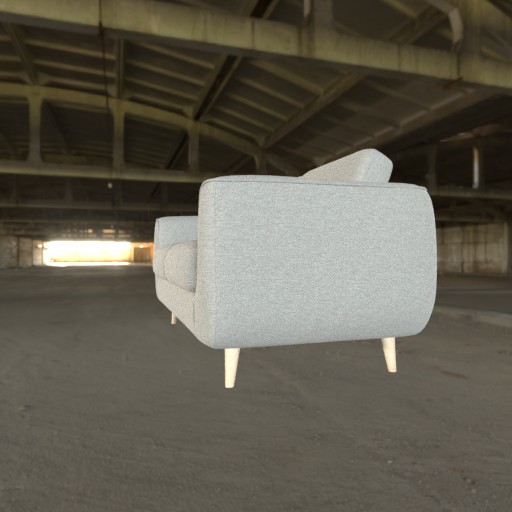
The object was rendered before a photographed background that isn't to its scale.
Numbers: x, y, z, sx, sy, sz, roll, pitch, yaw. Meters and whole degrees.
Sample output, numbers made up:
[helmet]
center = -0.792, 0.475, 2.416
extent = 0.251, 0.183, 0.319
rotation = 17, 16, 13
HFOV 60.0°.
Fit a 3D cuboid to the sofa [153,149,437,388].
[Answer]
[sofa]
center = 0.000, 0.000, 2.205
extent = 0.920, 0.850, 1.700
rotation = 0, 0, -18
